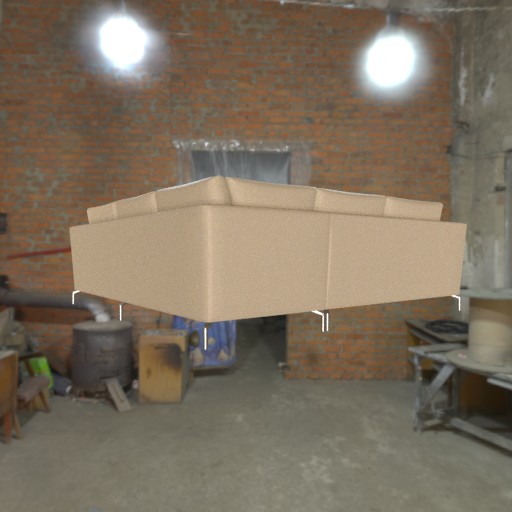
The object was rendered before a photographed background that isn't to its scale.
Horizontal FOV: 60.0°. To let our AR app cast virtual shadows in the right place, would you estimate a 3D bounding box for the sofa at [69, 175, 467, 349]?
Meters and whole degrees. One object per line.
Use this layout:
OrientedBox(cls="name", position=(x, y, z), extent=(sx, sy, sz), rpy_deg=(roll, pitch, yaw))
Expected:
OrientedBox(cls="sofa", position=(0.000, 0.000, 3.769), extent=(2.430, 0.867, 2.448), rpy_deg=(0, 1, -37))
